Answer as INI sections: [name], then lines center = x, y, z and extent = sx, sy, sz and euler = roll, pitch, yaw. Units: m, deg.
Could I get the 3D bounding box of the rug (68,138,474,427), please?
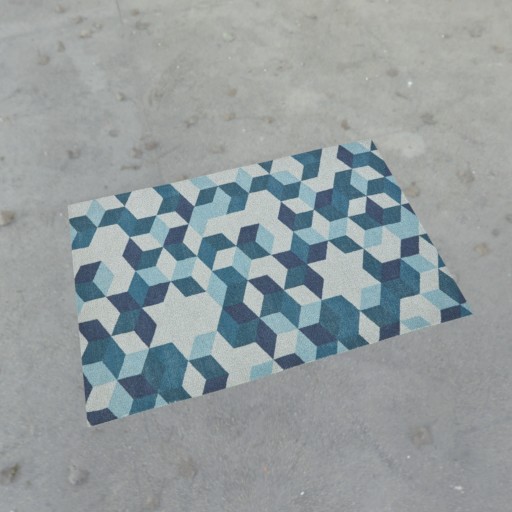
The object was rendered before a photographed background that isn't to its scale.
[rug]
center = 0.000, 0.000, 2.300
extent = 1.829, 0.014, 1.235
euler = -14, 60, -8
